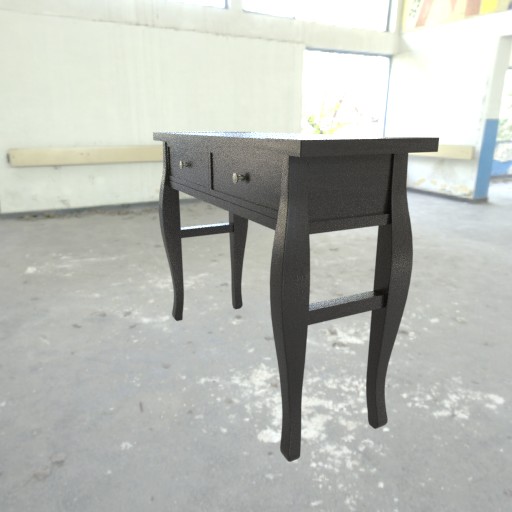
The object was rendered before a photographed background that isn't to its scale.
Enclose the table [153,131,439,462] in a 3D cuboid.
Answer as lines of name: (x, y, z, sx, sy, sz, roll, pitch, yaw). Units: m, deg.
table: (0.000, 0.000, 1.448, 0.373, 0.768, 1.062, -8, 18, -26)
